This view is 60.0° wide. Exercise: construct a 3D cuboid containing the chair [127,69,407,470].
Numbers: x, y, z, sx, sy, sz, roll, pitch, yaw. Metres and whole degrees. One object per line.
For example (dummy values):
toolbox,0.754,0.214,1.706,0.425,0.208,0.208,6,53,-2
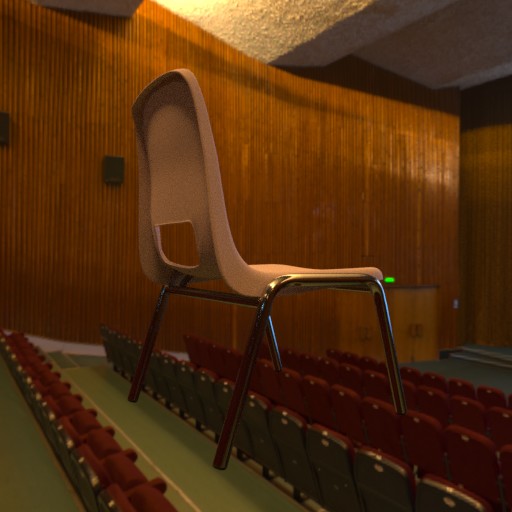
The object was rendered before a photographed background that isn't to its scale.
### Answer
chair,0.000,0.000,0.780,0.385,0.537,0.354,0,0,-36
